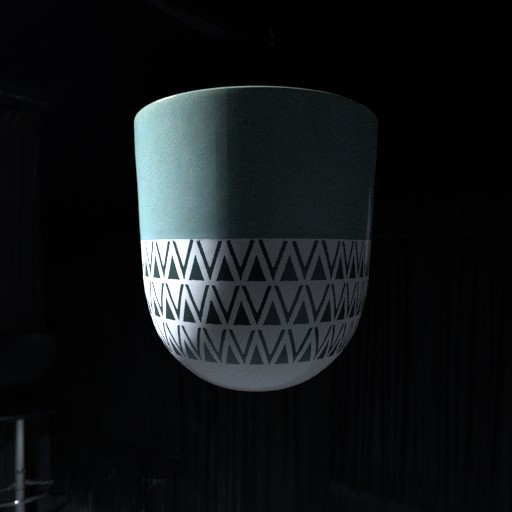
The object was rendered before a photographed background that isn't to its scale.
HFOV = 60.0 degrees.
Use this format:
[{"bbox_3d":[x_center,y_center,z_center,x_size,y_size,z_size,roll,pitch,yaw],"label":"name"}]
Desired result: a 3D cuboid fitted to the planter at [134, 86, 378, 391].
[{"bbox_3d":[0.000,0.000,0.375,0.198,0.214,0.198,0,1,0],"label":"planter"}]
